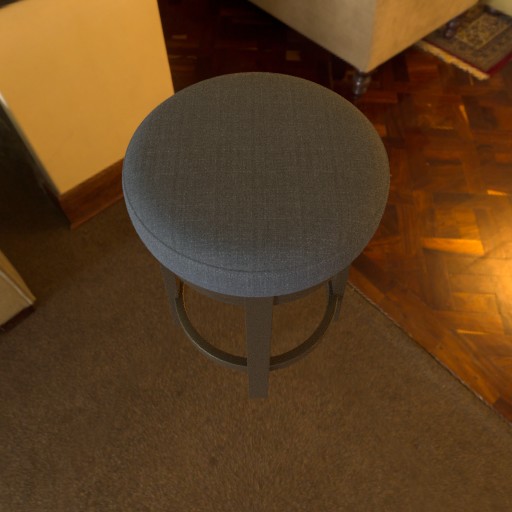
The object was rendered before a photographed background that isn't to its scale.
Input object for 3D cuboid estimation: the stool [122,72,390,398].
[{"bbox_3d":[0.000,0.000,0.958,0.449,0.655,0.449,0,59,0],"label":"stool"}]
